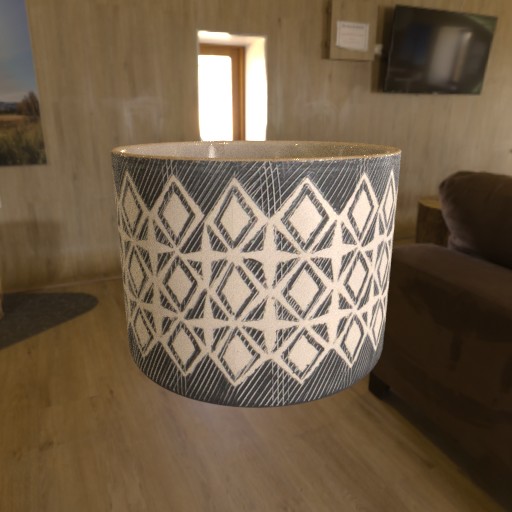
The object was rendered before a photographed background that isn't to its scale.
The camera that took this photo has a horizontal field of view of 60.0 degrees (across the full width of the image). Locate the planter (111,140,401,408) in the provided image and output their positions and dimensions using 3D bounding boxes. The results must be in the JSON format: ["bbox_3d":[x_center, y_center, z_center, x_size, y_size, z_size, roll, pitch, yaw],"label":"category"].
[{"bbox_3d":[0.000,0.000,0.217,0.126,0.104,0.126,0,17,0],"label":"planter"}]
